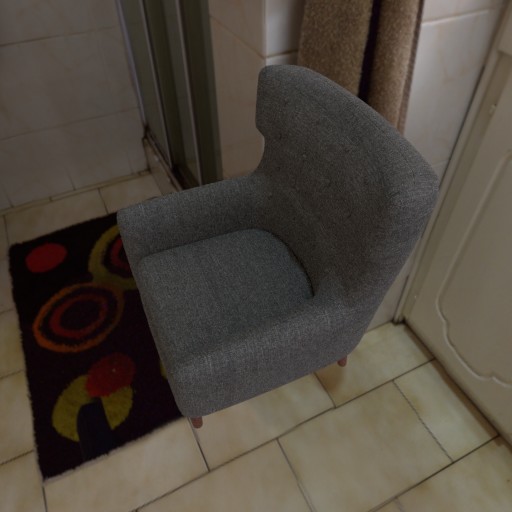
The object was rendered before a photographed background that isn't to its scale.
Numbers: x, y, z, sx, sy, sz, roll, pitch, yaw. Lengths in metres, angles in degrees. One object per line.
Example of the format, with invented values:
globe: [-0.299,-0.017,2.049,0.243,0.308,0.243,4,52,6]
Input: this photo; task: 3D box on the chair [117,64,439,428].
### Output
chair: [0.000,0.000,1.701,0.904,1.063,0.878,-18,49,-16]
